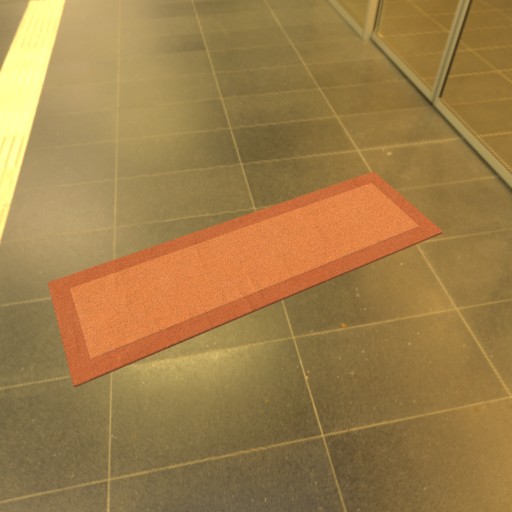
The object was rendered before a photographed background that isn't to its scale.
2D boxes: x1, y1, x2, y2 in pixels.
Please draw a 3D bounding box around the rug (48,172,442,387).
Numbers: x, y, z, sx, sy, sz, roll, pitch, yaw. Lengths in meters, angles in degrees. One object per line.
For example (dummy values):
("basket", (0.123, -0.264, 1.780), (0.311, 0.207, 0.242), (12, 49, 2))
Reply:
("rug", (0.000, 0.000, 2.808), (2.471, 0.013, 0.914), (-24, 51, -20))
